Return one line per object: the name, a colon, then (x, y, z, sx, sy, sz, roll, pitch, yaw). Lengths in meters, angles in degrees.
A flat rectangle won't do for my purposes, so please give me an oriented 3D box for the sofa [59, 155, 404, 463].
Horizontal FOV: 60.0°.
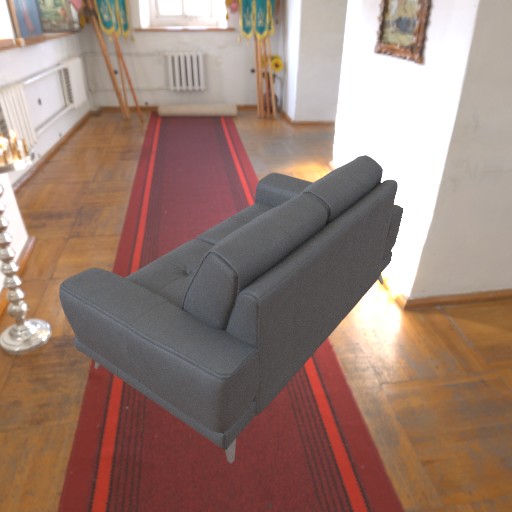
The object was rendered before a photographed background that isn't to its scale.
sofa: (0.000, 0.000, 2.431, 1.018, 0.907, 1.806, 21, 37, 30)
